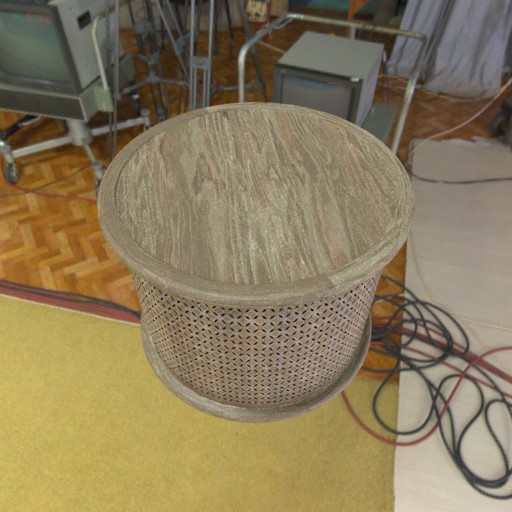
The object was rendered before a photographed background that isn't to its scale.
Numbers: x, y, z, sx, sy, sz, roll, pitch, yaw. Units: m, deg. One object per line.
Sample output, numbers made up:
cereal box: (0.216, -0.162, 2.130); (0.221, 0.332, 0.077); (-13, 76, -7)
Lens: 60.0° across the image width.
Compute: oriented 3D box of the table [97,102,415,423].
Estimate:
table: (0.000, 0.000, 1.027); (0.607, 0.450, 0.607); (0, 47, 0)
